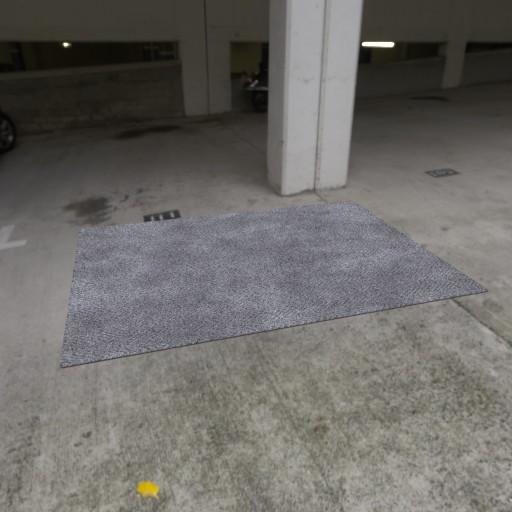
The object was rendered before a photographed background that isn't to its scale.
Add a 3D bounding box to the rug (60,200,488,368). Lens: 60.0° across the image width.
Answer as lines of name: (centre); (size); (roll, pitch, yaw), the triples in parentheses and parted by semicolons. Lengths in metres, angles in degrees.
rug: (0.000, 0.000, 2.870); (2.235, 0.008, 1.600); (-8, 27, -15)
